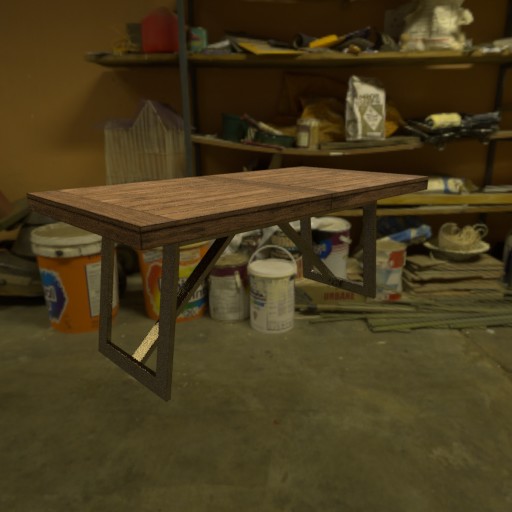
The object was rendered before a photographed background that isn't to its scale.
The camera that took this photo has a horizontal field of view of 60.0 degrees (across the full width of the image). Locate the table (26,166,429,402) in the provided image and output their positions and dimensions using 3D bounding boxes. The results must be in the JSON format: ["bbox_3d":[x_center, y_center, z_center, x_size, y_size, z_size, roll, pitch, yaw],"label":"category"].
[{"bbox_3d":[0.000,0.000,2.333,1.867,0.757,0.931,-16,22,-43],"label":"table"}]
